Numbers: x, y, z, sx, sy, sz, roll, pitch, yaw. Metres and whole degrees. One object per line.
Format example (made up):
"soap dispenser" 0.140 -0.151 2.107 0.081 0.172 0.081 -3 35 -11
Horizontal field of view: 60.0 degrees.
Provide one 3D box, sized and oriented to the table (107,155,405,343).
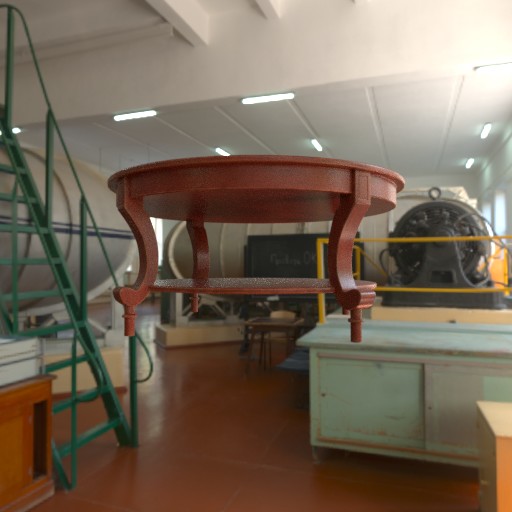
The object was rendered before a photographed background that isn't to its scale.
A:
"table" 0.000 0.000 1.605 1.029 0.486 1.029 0 -1 0
